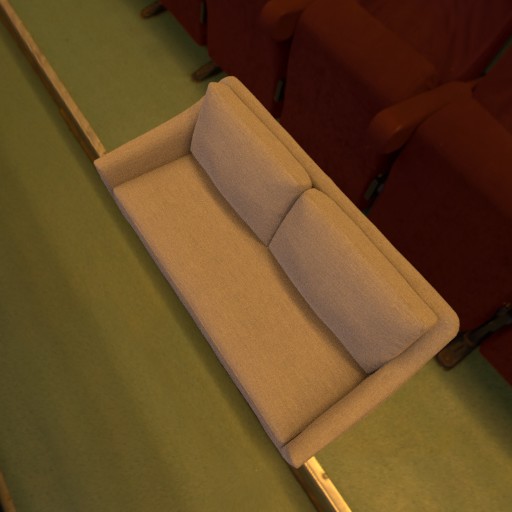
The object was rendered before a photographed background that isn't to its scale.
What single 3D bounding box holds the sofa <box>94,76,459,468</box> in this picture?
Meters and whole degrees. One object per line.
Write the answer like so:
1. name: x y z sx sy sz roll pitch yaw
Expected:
1. sofa: 0.000 0.000 2.540 0.980 0.913 2.036 -32 68 -14
